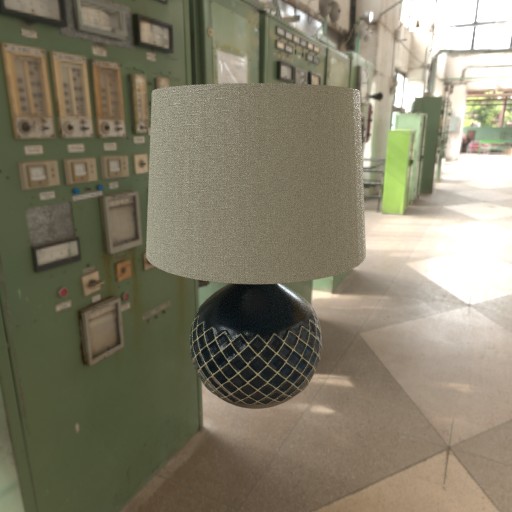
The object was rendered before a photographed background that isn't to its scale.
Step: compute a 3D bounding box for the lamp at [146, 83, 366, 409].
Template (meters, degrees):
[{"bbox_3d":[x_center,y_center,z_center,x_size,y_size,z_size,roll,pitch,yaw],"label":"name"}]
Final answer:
[{"bbox_3d":[0.000,0.000,0.782,0.376,0.540,0.376,0,16,0],"label":"lamp"}]
